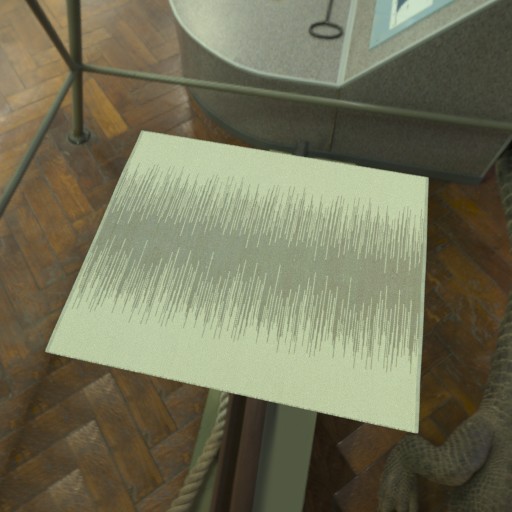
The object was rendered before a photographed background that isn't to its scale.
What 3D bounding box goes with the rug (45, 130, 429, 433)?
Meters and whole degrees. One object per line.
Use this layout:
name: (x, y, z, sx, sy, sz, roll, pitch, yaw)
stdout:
rug: (0.000, 0.000, 4.041, 3.037, 0.010, 2.453, 11, 63, 5)
